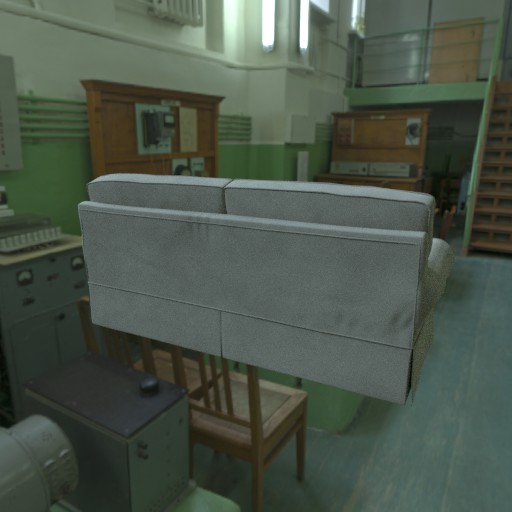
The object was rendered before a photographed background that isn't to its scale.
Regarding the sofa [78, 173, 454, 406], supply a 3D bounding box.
[{"bbox_3d":[0.000,0.000,2.805,2.246,1.014,0.900,8,17,27],"label":"sofa"}]
